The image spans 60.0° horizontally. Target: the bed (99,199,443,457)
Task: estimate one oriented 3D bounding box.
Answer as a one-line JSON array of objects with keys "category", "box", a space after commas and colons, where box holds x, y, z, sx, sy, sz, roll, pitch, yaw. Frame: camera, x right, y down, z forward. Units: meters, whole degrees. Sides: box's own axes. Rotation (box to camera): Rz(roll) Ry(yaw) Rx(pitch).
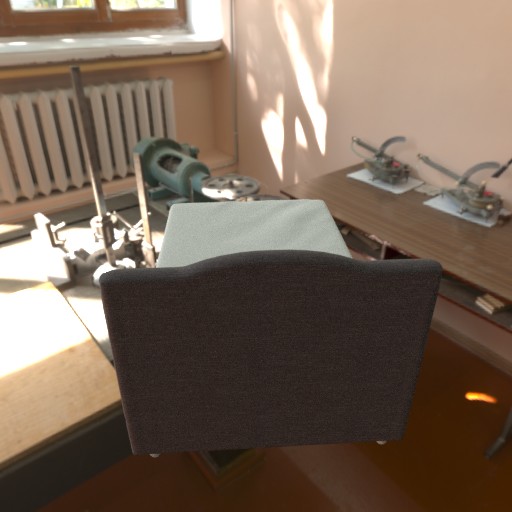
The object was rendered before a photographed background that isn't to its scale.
[{"category": "bed", "box": [0.000, 0.000, 3.516, 1.741, 1.441, 2.507, -2, 30, -3]}]
